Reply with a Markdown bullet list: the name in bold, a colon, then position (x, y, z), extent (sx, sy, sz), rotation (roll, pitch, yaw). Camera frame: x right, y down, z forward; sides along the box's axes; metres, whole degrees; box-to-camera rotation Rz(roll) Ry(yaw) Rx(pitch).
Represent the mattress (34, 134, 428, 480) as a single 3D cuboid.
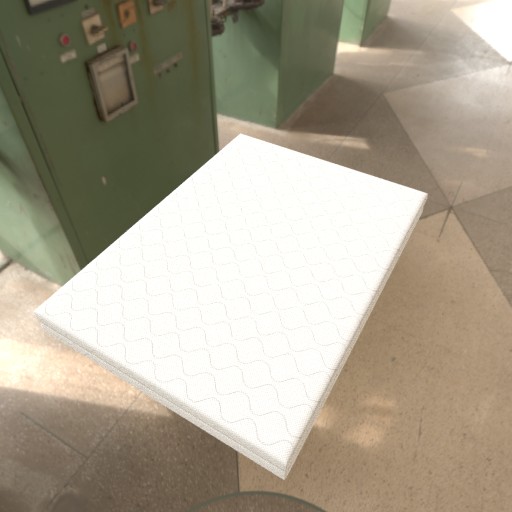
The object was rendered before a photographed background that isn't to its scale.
- **mattress**: position (0.000, 0.000, 2.528), extent (1.400, 0.200, 1.900), rotation (23, 51, 21)
